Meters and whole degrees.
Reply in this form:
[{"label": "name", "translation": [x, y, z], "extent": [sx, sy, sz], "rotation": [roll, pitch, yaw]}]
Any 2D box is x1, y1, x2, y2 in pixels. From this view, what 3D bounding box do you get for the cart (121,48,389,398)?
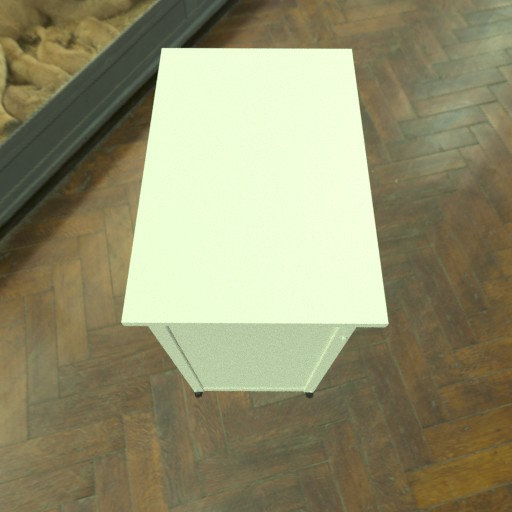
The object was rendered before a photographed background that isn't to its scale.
[{"label": "cart", "translation": [0.000, 0.000, 1.271], "extent": [0.442, 0.864, 0.683], "rotation": [0, 63, 0]}]
